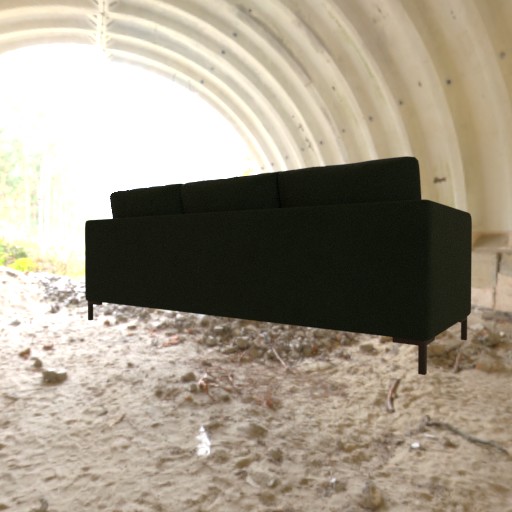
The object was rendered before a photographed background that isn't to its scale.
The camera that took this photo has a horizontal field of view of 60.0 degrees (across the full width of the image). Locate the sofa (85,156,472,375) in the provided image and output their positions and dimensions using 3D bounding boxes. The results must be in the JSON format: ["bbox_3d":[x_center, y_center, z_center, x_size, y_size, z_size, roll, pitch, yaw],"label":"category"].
[{"bbox_3d":[0.000,0.000,2.645,2.218,0.870,0.859,1,1,36],"label":"sofa"}]
